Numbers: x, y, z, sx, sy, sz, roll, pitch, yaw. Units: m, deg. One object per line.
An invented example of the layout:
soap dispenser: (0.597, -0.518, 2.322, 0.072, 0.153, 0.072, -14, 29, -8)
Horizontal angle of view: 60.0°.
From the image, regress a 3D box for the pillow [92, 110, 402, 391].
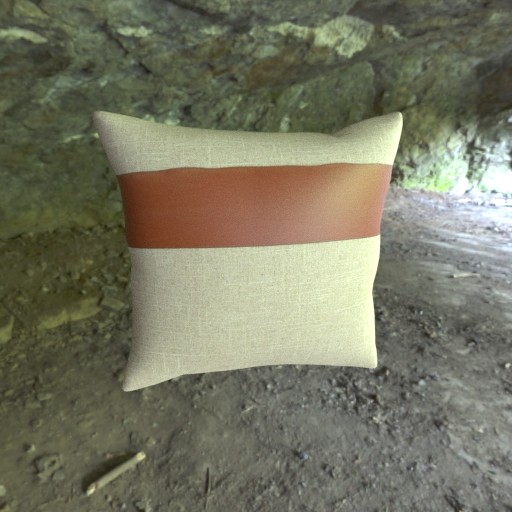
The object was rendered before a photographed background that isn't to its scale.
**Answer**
pillow: (0.000, 0.000, 0.640, 0.414, 0.399, 0.173, -3, 16, -9)
